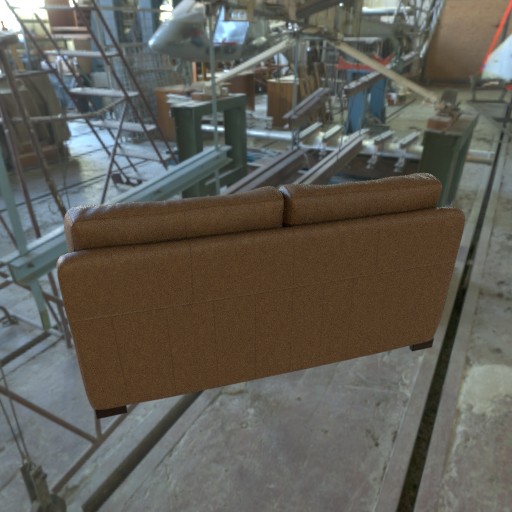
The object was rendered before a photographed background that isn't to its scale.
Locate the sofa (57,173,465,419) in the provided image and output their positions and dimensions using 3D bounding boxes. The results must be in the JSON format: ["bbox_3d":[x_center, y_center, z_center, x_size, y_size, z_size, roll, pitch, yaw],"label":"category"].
[{"bbox_3d":[0.000,0.000,2.418,1.855,0.980,0.962,-8,28,-15],"label":"sofa"}]
